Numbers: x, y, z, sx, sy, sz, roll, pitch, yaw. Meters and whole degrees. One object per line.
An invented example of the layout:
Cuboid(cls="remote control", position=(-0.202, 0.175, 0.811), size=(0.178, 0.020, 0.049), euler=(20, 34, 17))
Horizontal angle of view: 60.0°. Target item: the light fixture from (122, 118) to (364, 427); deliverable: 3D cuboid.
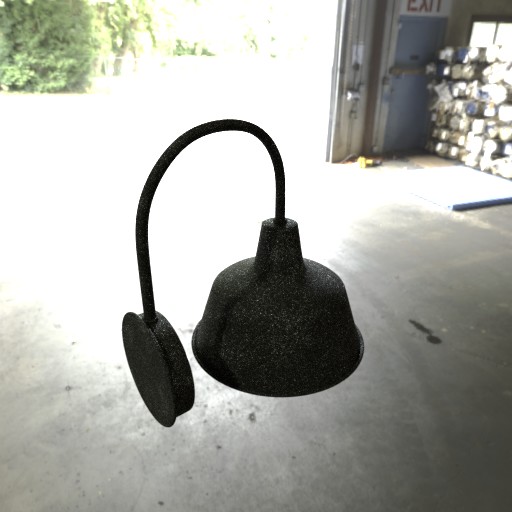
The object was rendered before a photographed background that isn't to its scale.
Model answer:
Cuboid(cls="light fixture", position=(0.000, 0.000, 0.492), size=(0.283, 0.300, 0.216), euler=(-18, 30, -33))
